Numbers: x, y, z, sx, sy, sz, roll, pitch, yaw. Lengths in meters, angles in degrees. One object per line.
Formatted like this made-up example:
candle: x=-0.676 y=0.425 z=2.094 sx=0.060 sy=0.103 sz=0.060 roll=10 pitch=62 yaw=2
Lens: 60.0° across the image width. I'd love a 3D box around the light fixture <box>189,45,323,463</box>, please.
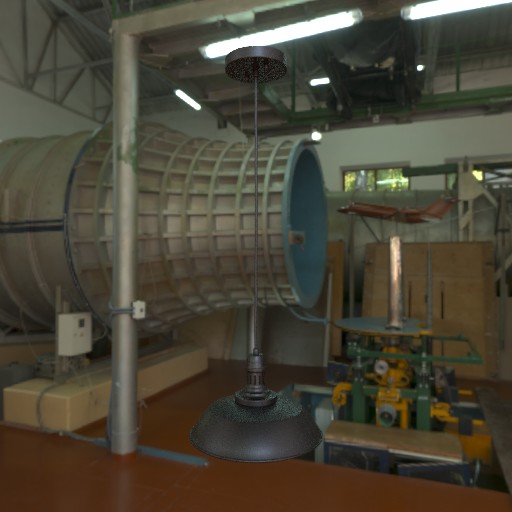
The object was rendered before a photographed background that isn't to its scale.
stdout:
light fixture: x=0.000 y=0.000 z=1.116 sx=0.331 sy=0.993 sz=0.331 roll=1 pitch=-1 yaw=-35
